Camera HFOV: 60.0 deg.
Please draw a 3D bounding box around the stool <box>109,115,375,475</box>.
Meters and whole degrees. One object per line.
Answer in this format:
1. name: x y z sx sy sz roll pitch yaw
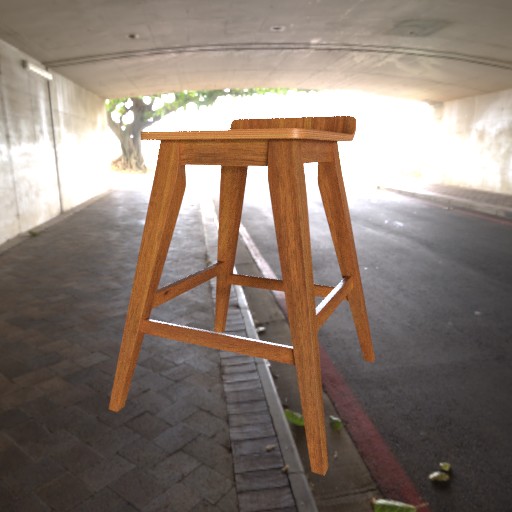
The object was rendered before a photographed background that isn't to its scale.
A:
1. stool: 0.000 0.000 1.040 0.500 0.650 0.500 6 15 24
